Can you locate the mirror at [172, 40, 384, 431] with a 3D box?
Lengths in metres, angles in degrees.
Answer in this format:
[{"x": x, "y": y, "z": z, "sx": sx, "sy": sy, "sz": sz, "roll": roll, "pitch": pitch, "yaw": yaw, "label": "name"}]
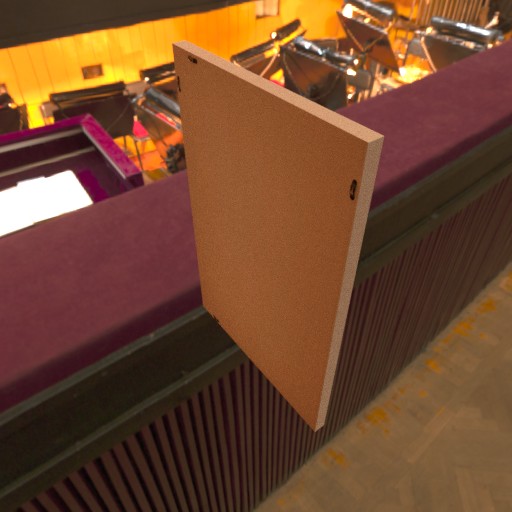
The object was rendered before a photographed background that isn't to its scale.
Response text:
[{"x": 0.000, "y": 0.000, "z": 1.165, "sx": 0.041, "sy": 0.915, "sz": 0.609, "roll": -27, "pitch": 48, "yaw": -27, "label": "mirror"}]
